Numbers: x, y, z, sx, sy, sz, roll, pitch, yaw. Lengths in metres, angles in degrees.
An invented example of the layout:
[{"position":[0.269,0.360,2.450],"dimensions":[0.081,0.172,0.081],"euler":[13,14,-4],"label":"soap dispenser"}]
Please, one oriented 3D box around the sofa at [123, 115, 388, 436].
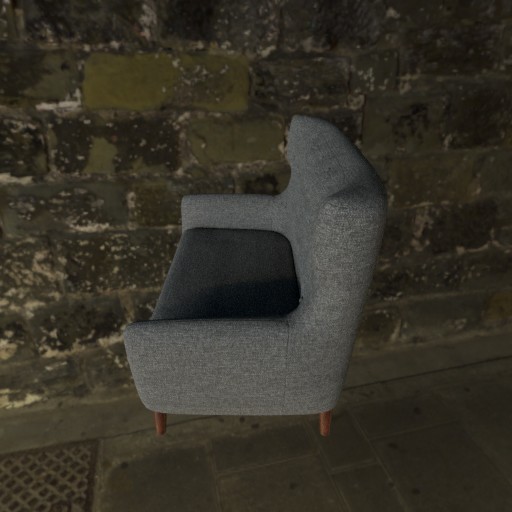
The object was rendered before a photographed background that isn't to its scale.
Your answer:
[{"position":[0.000,0.000,2.021],"dimensions":[0.874,1.028,1.358],"euler":[0,27,0],"label":"sofa"}]
